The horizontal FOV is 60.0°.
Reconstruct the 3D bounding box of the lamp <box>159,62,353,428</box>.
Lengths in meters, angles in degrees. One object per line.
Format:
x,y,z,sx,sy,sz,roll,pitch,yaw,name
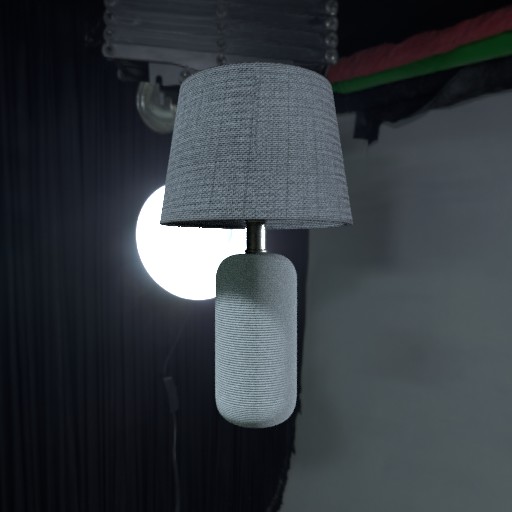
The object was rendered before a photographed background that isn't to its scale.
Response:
0.000,0.000,0.589,0.251,0.429,0.251,0,1,0,lamp
